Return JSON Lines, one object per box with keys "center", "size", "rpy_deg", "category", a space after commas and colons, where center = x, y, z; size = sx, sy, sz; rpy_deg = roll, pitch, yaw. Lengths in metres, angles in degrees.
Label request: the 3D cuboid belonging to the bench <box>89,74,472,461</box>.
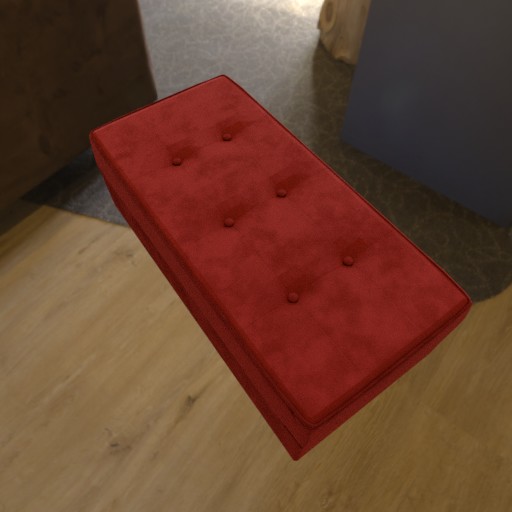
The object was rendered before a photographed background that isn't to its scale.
{"center": [0.000, 0.000, 1.298], "size": [0.492, 0.471, 1.016], "rpy_deg": [-31, 62, -18], "category": "bench"}
